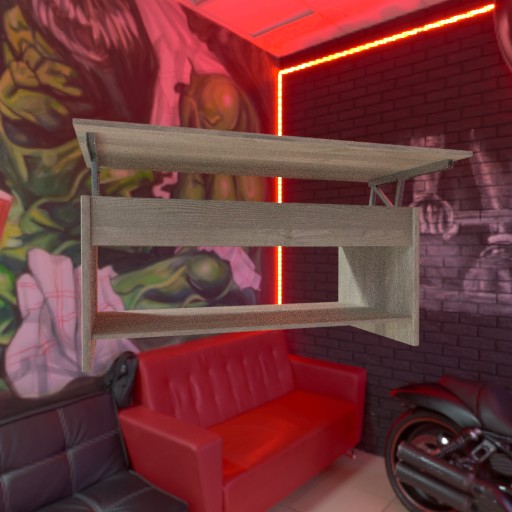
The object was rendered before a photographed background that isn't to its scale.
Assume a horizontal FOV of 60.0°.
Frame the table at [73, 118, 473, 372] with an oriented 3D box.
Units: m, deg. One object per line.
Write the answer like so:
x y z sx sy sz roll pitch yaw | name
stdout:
0.000 0.000 1.385 1.000 0.570 0.712 0 1 -18 | table
